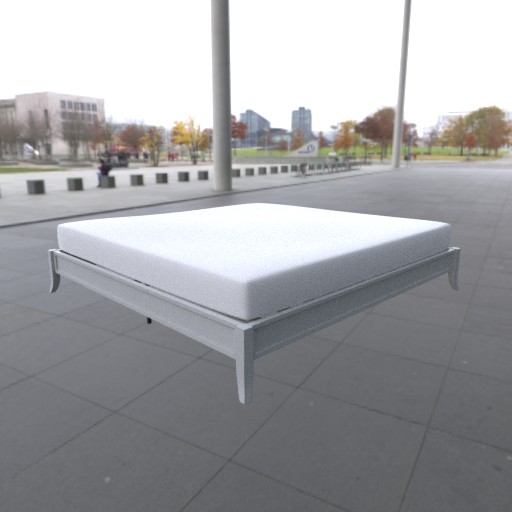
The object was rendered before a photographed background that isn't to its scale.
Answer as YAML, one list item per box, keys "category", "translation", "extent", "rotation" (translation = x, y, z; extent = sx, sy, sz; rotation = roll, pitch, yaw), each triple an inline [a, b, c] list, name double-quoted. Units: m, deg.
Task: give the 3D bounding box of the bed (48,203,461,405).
- category: "bed"
  translation: [0.000, 0.000, 3.086]
  extent: [2.108, 0.510, 2.007]
  rotation: [-13, 18, -43]
